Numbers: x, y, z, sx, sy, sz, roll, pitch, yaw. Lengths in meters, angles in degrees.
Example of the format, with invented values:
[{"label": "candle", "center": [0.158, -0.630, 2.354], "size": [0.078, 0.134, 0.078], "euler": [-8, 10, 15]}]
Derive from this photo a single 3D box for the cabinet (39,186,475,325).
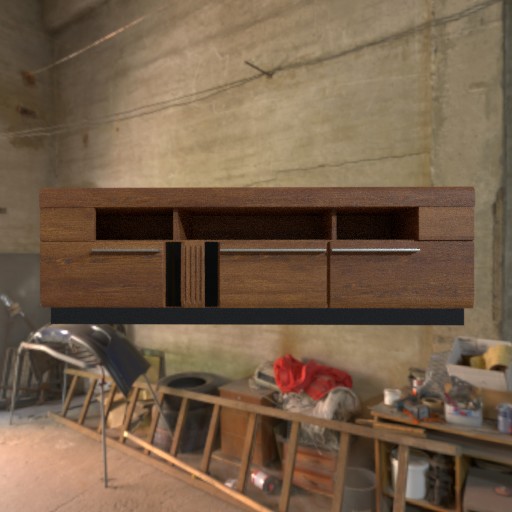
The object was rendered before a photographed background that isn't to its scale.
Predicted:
[{"label": "cabinet", "center": [0.000, 0.000, 1.806], "size": [1.600, 0.510, 0.419], "euler": [0, 0, 1]}]
